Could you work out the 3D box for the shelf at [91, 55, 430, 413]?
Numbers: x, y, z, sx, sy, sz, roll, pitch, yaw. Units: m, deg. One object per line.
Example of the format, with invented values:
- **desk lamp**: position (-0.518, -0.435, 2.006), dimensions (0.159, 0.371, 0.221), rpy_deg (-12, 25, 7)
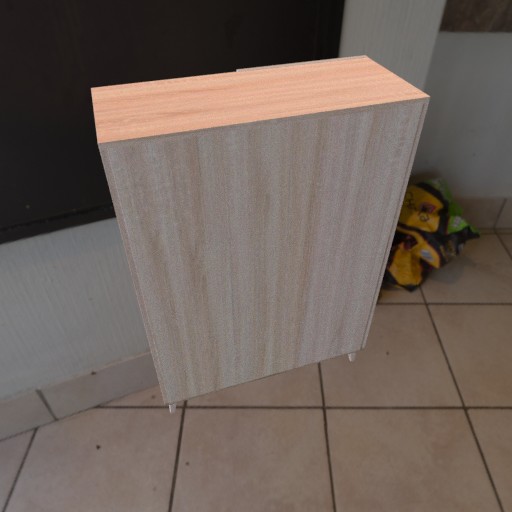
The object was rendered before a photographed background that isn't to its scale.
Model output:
- **shelf**: position (0.000, 0.000, 1.871), dimensions (0.995, 1.405, 0.434), rpy_deg (-12, 43, -13)
